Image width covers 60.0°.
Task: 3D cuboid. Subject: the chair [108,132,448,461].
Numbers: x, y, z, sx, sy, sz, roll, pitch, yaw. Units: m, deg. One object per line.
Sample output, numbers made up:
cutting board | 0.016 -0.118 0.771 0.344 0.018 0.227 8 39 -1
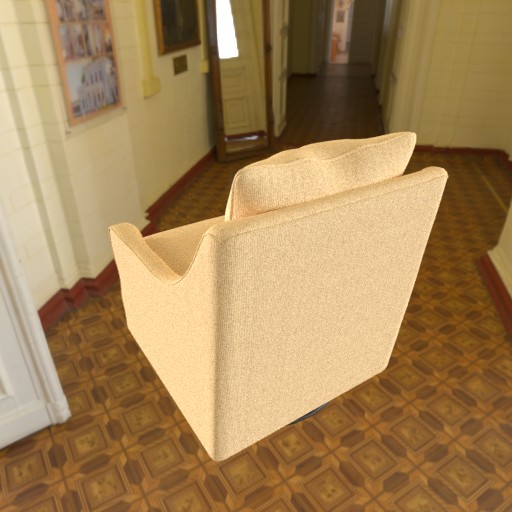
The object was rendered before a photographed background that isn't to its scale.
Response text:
chair | 0.000 0.000 1.536 0.760 0.927 0.876 -18 34 -29
